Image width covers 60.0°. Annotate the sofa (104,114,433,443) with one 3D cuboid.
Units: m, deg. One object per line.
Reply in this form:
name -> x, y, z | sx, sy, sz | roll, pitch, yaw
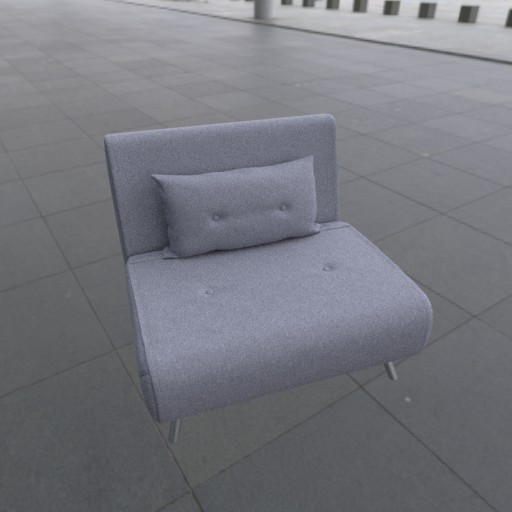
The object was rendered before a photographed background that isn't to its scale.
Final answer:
sofa -> 0.000, 0.000, 1.763 | 1.020, 0.825, 1.000 | -10, 34, -15
